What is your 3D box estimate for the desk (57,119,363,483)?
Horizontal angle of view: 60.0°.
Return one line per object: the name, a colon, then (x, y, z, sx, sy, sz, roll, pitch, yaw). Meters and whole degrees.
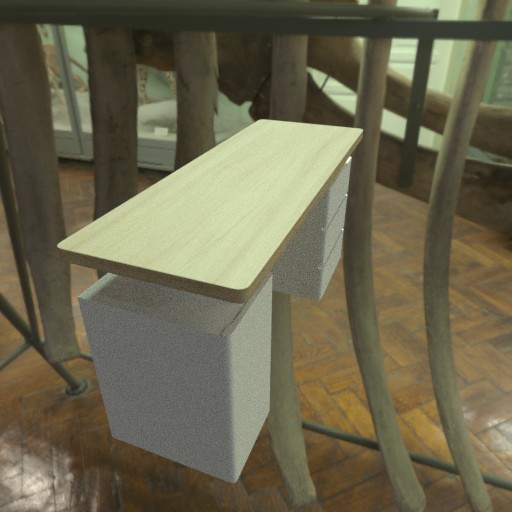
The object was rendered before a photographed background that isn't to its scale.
desk: (0.000, 0.000, 1.865, 0.550, 0.755, 1.500, 11, 32, 19)
